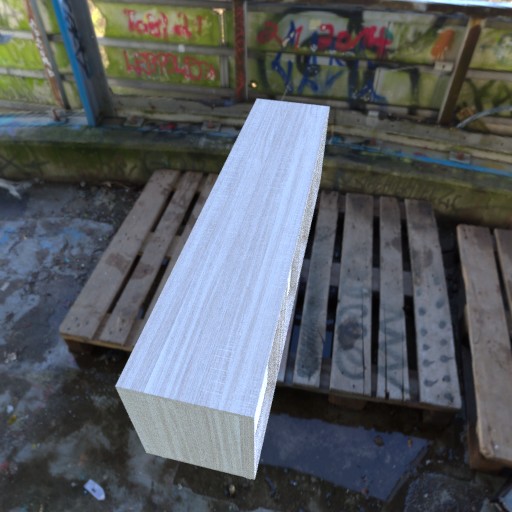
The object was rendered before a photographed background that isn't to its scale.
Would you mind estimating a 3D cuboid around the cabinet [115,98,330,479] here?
[{"bbox_3d":[0.000,0.000,2.539,0.500,0.780,2.200,9,47,9],"label":"cabinet"}]
